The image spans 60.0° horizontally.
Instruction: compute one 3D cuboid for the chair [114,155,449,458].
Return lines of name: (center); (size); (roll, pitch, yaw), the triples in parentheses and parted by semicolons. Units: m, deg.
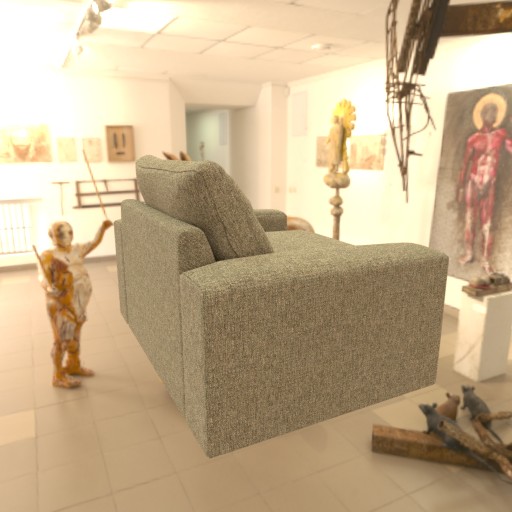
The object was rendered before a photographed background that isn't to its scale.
chair: (0.000, 0.000, 2.067); (1.039, 0.915, 1.398); (-7, 15, -26)
